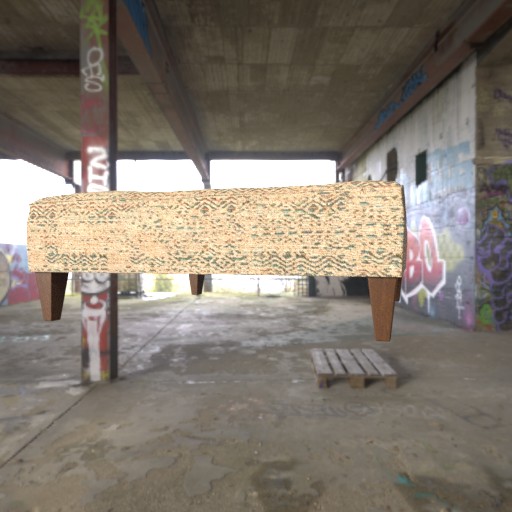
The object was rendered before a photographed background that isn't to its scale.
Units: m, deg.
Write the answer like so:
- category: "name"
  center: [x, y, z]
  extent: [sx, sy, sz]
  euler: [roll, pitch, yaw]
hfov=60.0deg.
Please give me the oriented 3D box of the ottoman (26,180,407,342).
- category: "ottoman"
  center: [0.000, 0.000, 1.500]
  extent: [0.968, 0.356, 1.004]
  euler: [0, 0, 19]
